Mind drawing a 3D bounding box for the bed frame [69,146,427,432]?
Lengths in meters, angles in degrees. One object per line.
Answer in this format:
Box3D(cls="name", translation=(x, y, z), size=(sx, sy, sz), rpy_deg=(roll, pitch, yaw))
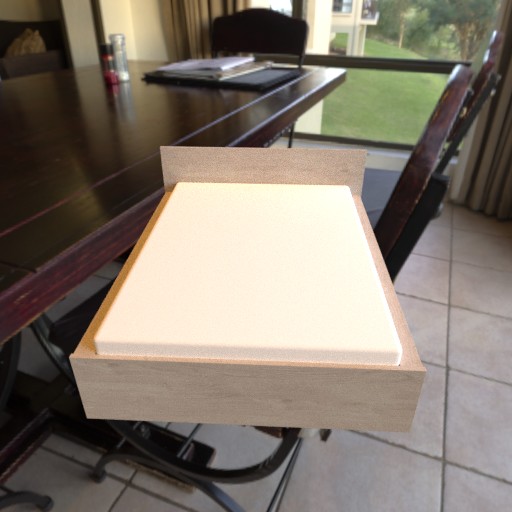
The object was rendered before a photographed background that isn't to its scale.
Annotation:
Box3D(cls="bed frame", translation=(0.000, 0.000, 2.853), size=(1.622, 0.800, 1.960), rpy_deg=(2, 31, 3))
